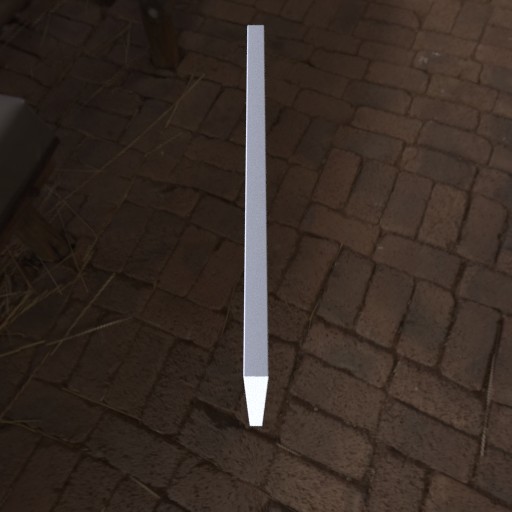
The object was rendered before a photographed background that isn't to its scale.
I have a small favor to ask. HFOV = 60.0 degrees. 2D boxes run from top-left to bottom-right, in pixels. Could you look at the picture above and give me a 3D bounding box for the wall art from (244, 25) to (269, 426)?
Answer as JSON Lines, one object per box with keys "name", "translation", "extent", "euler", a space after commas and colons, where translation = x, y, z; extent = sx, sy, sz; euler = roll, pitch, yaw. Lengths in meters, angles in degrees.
{"name": "wall art", "translation": [0.000, 0.000, 1.151], "extent": [0.036, 0.760, 0.760], "euler": [0, 64, 0]}
